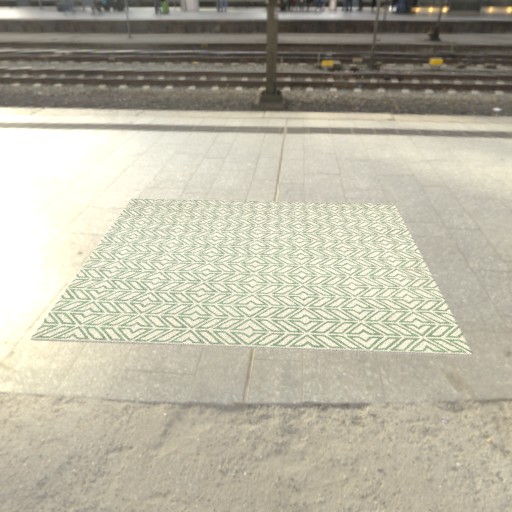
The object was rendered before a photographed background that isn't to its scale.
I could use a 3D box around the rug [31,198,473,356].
[{"bbox_3d":[0.000,0.000,4.078,3.050,0.017,2.441,2,31,3],"label":"rug"}]
